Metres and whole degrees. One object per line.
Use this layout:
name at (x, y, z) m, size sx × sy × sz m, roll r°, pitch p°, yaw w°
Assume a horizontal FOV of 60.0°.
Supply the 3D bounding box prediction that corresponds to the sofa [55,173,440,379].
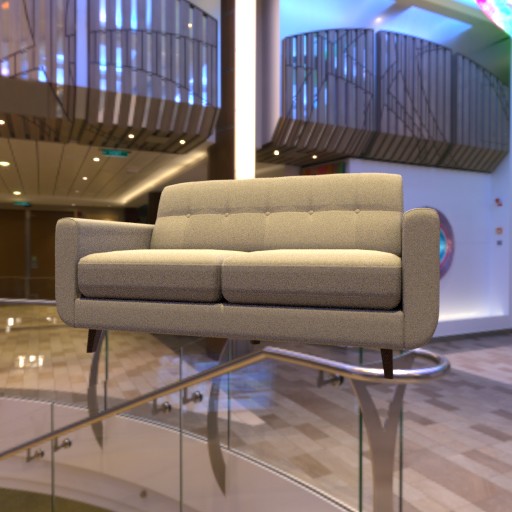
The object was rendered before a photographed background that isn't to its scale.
sofa at (0.000, 0.000, 2.241) m, size 1.655 × 0.892 × 0.980 m, roll 0°, pitch 1°, yaw 18°
